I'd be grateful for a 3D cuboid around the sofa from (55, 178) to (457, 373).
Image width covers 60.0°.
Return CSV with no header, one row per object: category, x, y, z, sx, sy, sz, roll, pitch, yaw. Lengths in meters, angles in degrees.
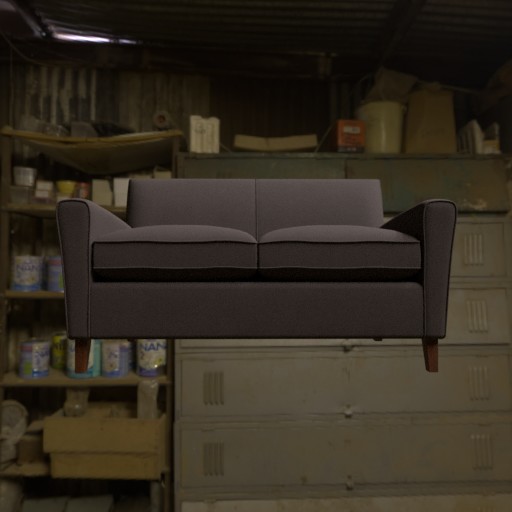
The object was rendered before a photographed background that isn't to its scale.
sofa,0.000,0.000,1.979,1.420,0.846,0.871,0,-1,-1
